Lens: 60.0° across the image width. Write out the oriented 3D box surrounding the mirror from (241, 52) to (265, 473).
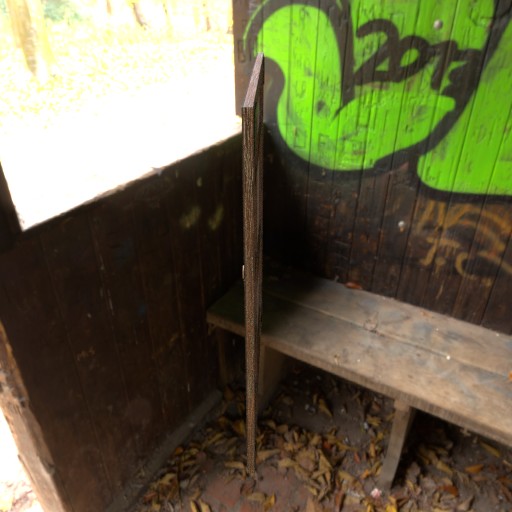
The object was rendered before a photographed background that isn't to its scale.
[{"bbox_3d":[0.000,0.000,1.282,0.025,0.996,0.705,1,31,2],"label":"mirror"}]
